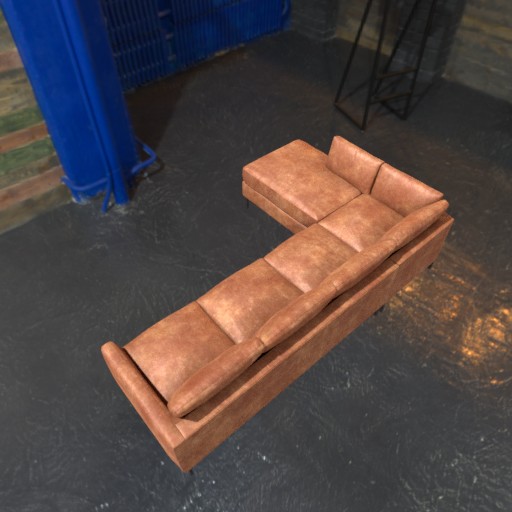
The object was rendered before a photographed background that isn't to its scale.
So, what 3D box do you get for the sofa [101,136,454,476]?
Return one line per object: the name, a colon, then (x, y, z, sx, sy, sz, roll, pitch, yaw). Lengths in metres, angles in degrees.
sofa: (0.000, 0.000, 3.846, 2.984, 0.877, 1.938, -33, 55, -26)
